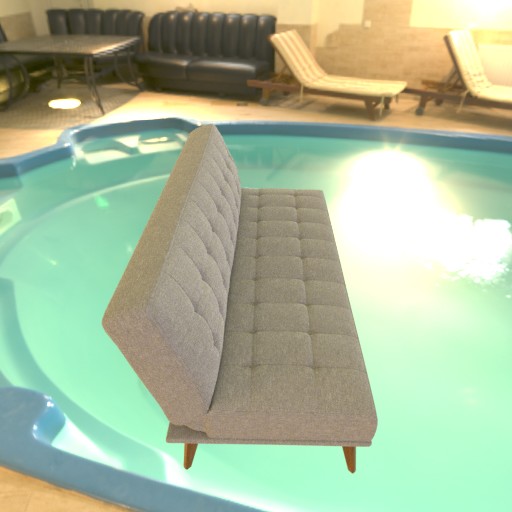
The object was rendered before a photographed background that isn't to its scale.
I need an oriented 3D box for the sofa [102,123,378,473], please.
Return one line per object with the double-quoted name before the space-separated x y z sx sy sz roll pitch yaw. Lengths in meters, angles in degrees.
"sofa" 0.000 0.000 2.195 0.860 0.810 1.800 1 33 1
